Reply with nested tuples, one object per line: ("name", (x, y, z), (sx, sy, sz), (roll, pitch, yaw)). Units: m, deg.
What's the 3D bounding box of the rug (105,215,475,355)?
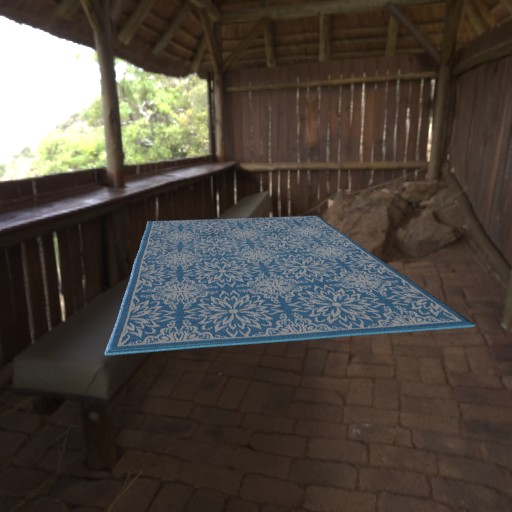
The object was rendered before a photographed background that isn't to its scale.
("rug", (0.000, 0.000, 3.435), (1.830, 0.018, 2.769), (-3, 17, -9))
